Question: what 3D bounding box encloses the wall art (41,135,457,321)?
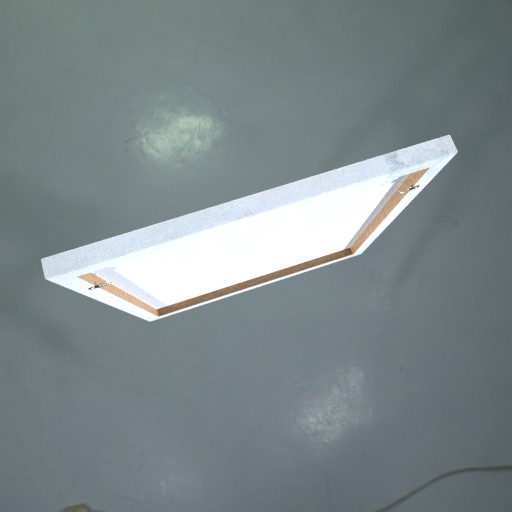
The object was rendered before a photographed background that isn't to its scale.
[{"bbox_3d":[0.000,0.000,1.151,0.762,0.762,0.041,-18,77,-4],"label":"wall art"}]
